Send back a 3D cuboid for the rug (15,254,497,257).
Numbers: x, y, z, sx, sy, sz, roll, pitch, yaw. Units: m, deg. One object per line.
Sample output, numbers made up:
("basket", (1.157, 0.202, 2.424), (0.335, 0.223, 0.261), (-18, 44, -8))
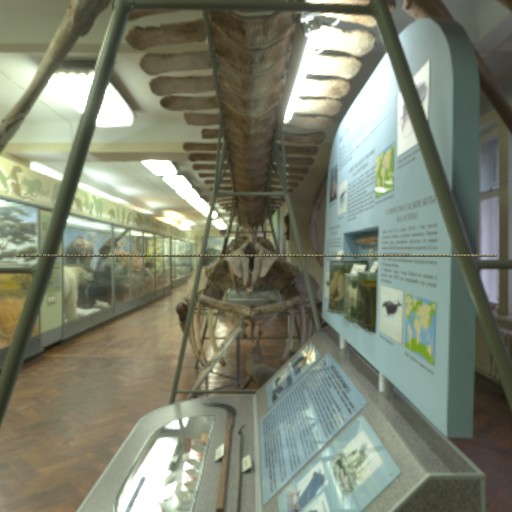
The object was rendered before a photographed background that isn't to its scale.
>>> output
("rug", (0.000, 0.000, 3.000), (2.439, 0.011, 1.533), (0, 0, 0))
